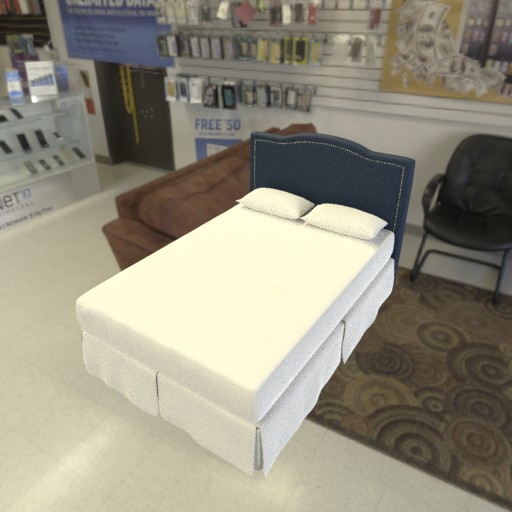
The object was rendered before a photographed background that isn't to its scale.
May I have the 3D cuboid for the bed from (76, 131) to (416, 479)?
[{"bbox_3d":[0.000,0.000,3.626,1.741,1.441,2.507,19,35,29],"label":"bed"}]
